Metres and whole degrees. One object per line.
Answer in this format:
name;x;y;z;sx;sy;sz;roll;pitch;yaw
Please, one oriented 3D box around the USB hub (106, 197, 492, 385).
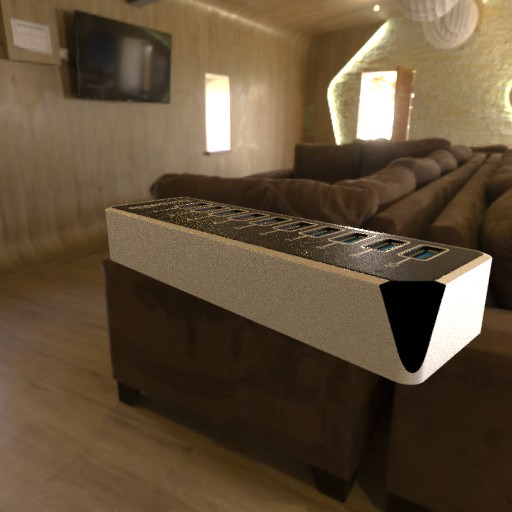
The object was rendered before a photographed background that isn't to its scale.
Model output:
USB hub;0.000;0.000;0.160;0.044;0.023;0.145;-16;22;-42
